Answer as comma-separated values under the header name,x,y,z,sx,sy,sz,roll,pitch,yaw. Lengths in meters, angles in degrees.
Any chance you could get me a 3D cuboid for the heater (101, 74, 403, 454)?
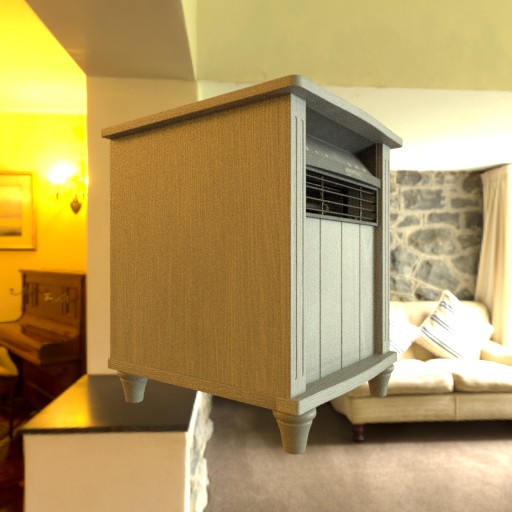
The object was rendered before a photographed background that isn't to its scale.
name,x,y,z,sx,sy,sz,roll,pitch,yaw
heater,0.000,0.000,0.756,0.400,0.481,0.362,0,0,37
